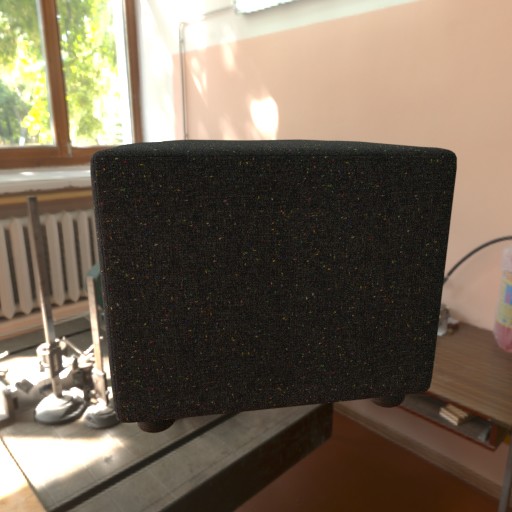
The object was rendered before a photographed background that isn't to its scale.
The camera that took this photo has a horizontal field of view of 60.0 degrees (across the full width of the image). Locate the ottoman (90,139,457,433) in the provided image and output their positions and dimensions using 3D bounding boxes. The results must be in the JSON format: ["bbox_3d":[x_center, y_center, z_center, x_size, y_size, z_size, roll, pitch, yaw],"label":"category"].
[{"bbox_3d":[0.000,0.000,0.853,0.508,0.432,0.508,-3,15,-9],"label":"ottoman"}]
